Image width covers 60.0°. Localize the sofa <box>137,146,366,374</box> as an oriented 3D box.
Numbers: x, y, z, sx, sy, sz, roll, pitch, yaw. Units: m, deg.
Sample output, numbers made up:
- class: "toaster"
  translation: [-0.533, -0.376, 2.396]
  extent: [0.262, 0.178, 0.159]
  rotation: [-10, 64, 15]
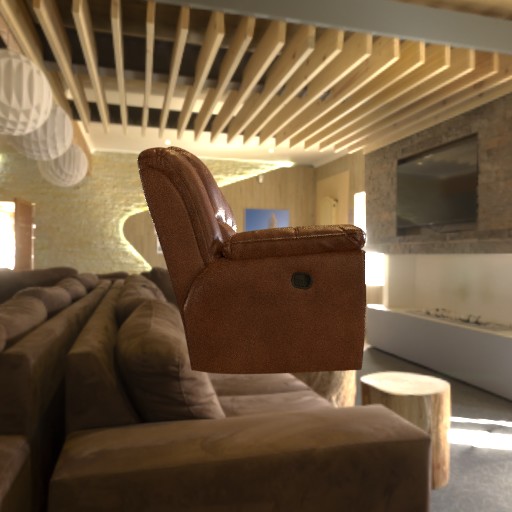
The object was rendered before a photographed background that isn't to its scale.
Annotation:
- class: "sofa"
  translation: [0.000, 0.000, 2.918]
  extent: [0.991, 1.043, 2.337]
  rotation: [0, 0, 0]
